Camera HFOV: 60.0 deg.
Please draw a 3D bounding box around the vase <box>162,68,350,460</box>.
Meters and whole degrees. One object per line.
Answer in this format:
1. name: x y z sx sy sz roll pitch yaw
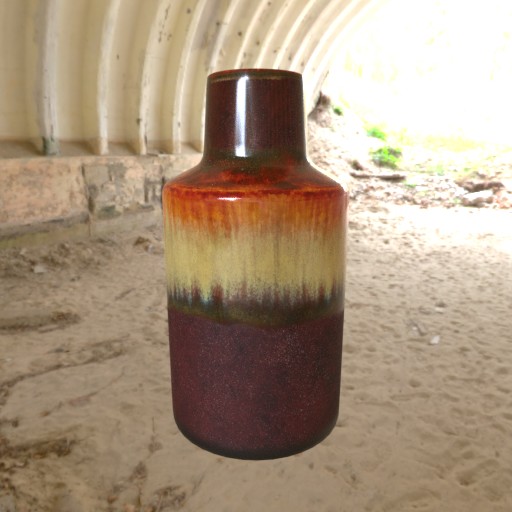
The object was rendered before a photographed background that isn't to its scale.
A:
1. vase: 0.000 0.000 0.268 0.108 0.204 0.108 0 14 0
